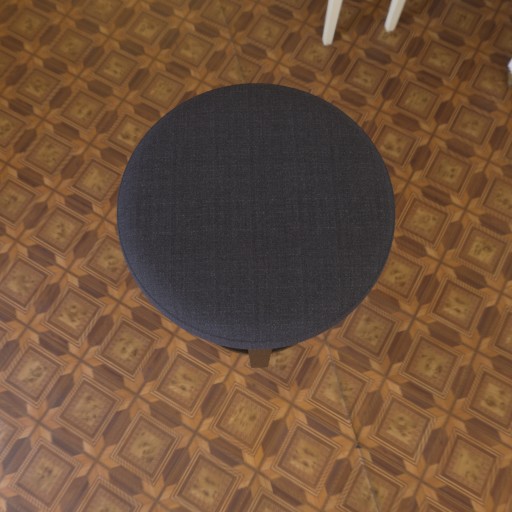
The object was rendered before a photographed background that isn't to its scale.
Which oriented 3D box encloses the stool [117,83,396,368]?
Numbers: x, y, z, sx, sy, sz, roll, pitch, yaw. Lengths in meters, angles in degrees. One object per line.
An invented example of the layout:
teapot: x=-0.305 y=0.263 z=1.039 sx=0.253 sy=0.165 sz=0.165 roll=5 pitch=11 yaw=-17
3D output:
stool: x=0.000 y=0.000 z=0.955 sx=0.449 sy=0.655 sz=0.449 roll=0 pitch=74 yaw=0
